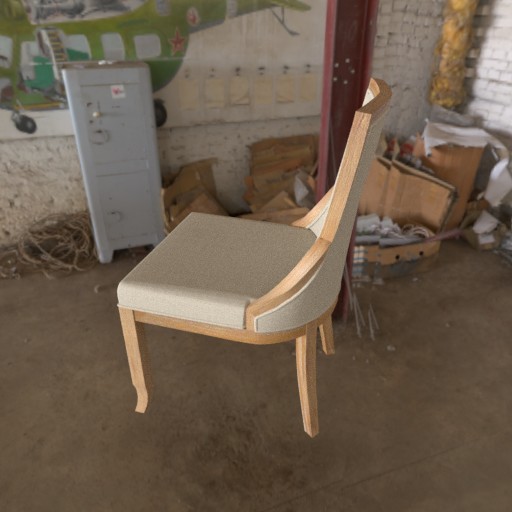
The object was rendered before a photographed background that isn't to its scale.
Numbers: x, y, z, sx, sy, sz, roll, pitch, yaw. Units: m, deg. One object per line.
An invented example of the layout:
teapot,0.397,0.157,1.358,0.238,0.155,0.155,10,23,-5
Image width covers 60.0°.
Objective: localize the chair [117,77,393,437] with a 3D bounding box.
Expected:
chair,0.000,0.000,1.307,0.641,0.947,0.524,8,31,14
